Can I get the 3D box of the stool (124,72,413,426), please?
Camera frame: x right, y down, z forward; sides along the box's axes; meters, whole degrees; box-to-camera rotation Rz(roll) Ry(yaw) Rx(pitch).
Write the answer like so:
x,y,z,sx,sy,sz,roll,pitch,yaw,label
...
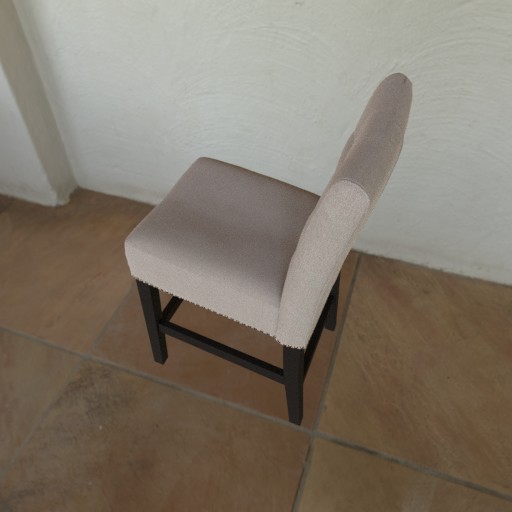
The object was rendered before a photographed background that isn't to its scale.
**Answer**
x,y,z,sx,sy,sz,roll,pitch,yaw,label
0.000,0.000,1.157,0.571,0.885,0.427,17,48,15,stool
